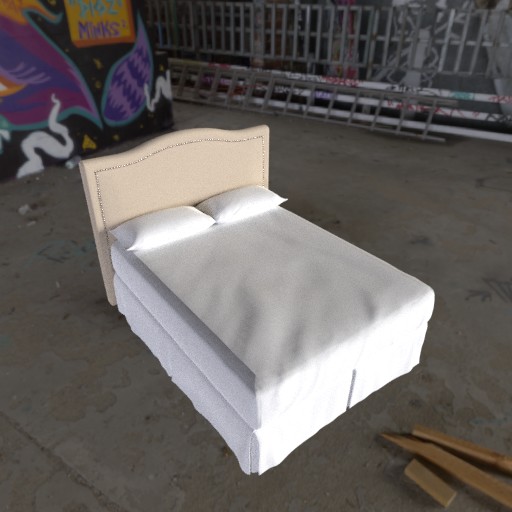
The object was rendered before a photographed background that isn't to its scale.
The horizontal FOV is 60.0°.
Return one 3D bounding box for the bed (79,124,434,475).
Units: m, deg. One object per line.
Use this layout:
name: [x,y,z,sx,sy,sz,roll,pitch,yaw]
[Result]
bed: [0.000,0.000,3.355,1.753,1.460,2.143,-21,37,-31]
